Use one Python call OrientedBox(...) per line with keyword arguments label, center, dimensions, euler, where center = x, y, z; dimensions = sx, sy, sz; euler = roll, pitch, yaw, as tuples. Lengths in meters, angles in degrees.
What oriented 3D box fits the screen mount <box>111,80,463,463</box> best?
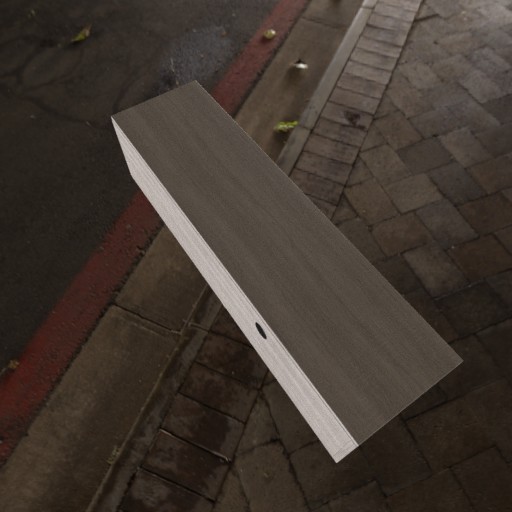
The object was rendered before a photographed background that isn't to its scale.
OrientedBox(label="screen mount", center=(0.000, 0.000, 1.740), dimensions=(0.401, 0.509, 1.500), euler=(-30, 63, -17))
